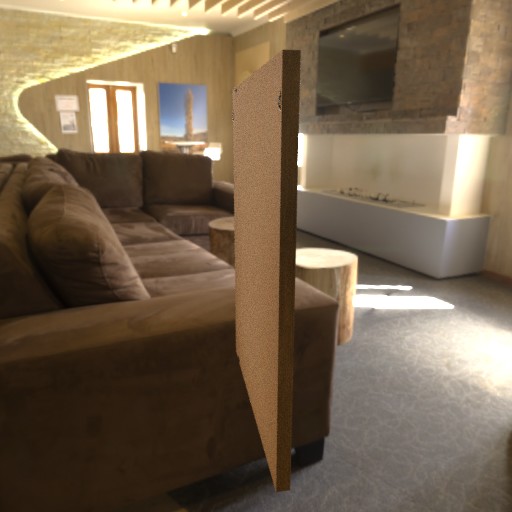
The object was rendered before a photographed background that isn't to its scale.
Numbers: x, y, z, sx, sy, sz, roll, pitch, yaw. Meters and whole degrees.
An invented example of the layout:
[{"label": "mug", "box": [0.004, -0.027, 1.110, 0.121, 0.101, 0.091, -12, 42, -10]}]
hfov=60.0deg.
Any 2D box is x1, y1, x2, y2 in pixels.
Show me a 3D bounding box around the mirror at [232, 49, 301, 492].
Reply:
[{"label": "mirror", "box": [0.000, 0.000, 1.337, 0.041, 1.016, 0.762, -3, 15, -10]}]
